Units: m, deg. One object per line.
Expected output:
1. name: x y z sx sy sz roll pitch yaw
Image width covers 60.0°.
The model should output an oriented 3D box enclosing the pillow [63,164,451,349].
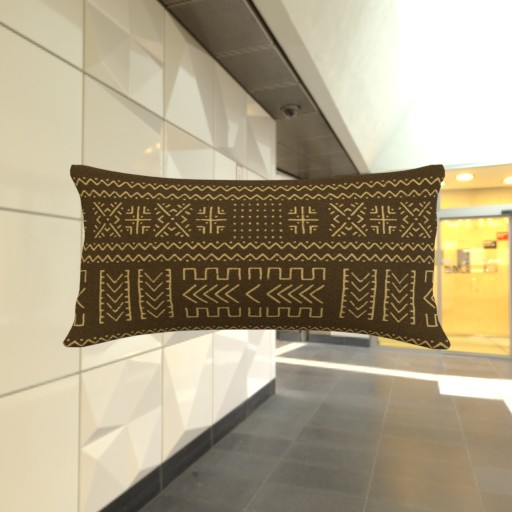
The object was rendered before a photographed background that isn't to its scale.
1. pillow: 0.000 0.000 0.777 0.667 0.322 0.135 0 -2 1
